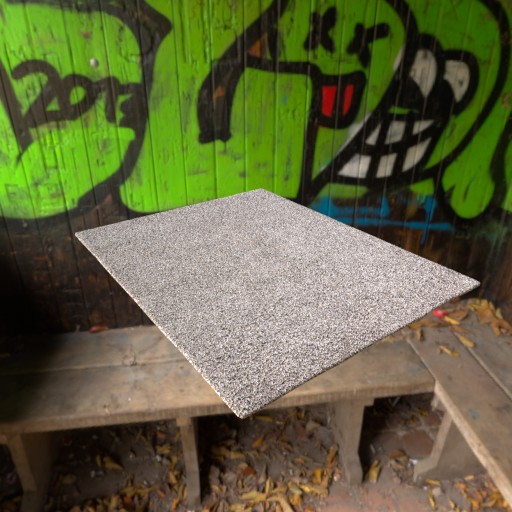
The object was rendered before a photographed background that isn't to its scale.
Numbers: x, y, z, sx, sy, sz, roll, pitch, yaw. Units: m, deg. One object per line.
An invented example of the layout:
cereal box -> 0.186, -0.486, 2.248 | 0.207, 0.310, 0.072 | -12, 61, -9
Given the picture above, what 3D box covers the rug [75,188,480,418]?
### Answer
rug -> 0.000, 0.000, 4.145 | 2.438, 0.029, 3.047 | -19, 33, -32
